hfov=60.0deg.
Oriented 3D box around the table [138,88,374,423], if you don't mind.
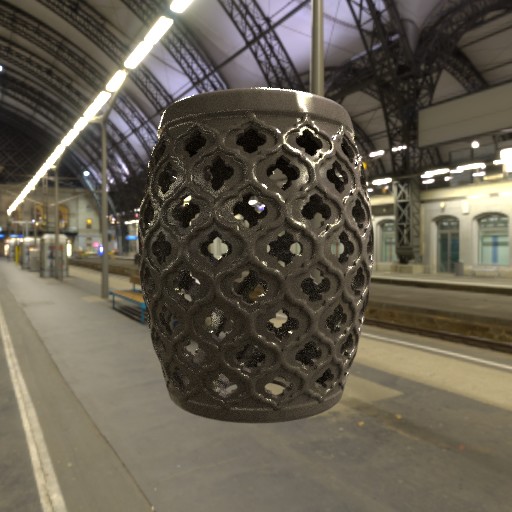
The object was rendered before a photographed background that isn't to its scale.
[{"bbox_3d":[0.000,0.000,0.631,0.325,0.388,0.325,0,1,0],"label":"table"}]
